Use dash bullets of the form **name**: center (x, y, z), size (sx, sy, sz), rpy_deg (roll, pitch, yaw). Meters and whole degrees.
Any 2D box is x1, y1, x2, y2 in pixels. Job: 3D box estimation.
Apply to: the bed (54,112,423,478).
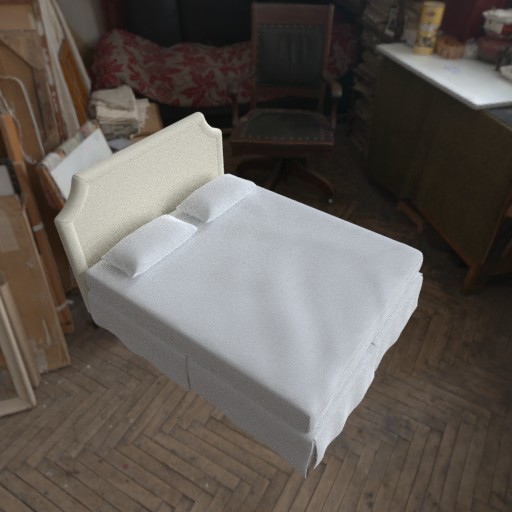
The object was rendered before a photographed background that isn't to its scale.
- **bed**: center (0.000, 0.000, 4.224), size (2.773, 1.590, 2.350), rpy_deg (26, 48, 26)
